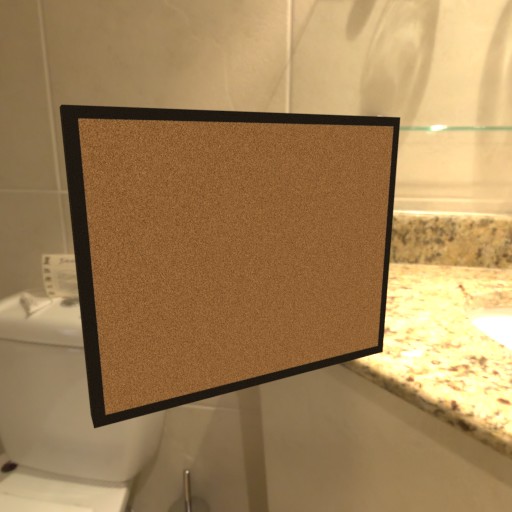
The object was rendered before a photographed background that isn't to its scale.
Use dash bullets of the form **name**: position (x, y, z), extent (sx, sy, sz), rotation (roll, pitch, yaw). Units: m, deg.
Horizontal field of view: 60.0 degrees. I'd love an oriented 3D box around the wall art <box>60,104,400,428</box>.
- **wall art**: position (0.000, 0.000, 0.527), extent (0.397, 0.325, 0.028), rotation (-7, 16, -26)
